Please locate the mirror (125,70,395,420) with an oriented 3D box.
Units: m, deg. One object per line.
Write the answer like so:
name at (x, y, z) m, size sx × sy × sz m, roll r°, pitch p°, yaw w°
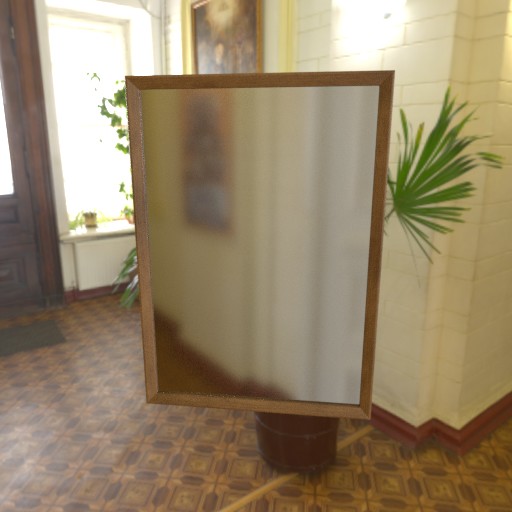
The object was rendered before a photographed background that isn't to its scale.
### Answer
mirror at (0.000, 0.000, 0.928) m, size 0.508 × 0.711 × 0.039 m, roll 2°, pitch 14°, yaw 7°
